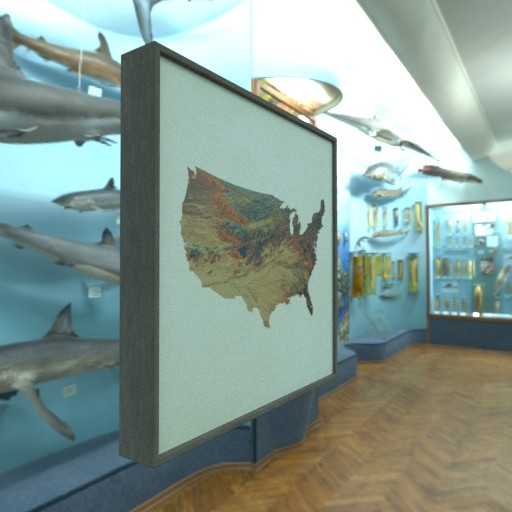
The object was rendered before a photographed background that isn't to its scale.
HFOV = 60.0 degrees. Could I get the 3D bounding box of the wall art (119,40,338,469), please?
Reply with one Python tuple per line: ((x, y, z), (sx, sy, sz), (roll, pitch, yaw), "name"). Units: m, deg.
((0.000, 0.000, 0.446), (0.038, 0.302, 0.303), (-1, -1, 35), "wall art")
